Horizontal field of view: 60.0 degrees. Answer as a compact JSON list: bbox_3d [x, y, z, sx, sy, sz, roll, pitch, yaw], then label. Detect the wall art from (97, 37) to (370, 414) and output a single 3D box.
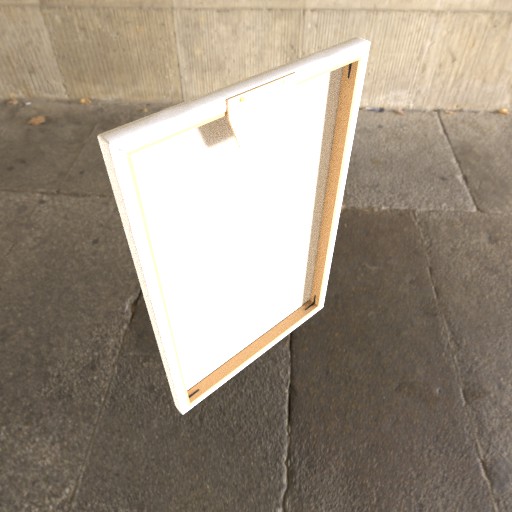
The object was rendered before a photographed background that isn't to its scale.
[{"bbox_3d":[0.000,0.000,1.116,0.602,0.902,0.048,-32,54,-27],"label":"wall art"}]
